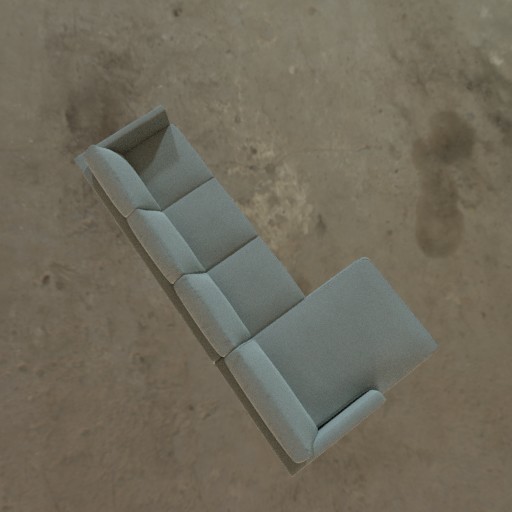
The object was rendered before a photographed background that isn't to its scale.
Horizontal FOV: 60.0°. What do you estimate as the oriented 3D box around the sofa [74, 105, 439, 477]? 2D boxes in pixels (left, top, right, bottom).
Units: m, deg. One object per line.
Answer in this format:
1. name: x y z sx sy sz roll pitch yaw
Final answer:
1. sofa: 0.000 0.000 3.947 1.650 0.922 3.205 -35 79 -8
